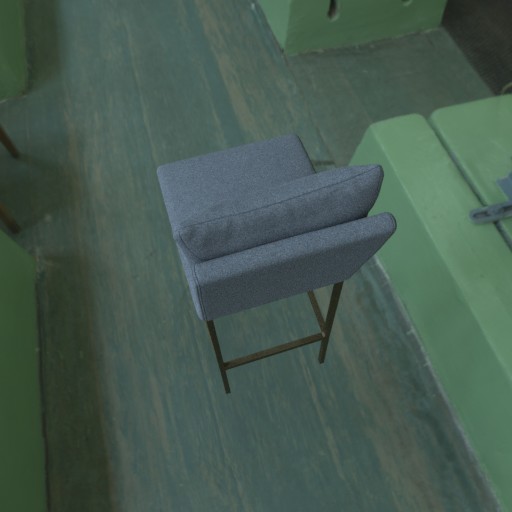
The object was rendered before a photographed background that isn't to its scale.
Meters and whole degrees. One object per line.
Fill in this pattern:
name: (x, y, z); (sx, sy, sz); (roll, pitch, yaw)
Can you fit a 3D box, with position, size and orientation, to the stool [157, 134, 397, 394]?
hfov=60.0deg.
stool: (0.000, 0.000, 1.421); (0.463, 1.130, 0.569); (-16, 62, -8)
